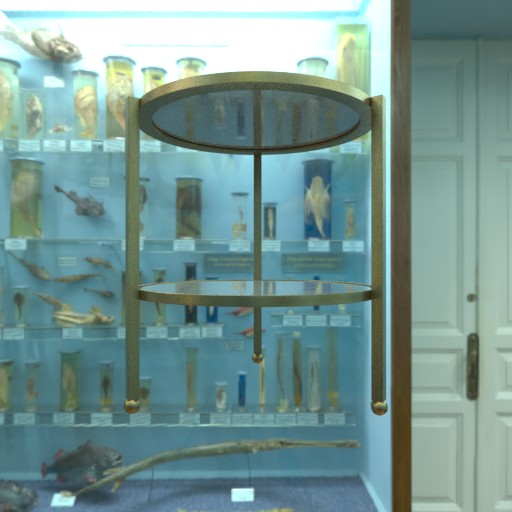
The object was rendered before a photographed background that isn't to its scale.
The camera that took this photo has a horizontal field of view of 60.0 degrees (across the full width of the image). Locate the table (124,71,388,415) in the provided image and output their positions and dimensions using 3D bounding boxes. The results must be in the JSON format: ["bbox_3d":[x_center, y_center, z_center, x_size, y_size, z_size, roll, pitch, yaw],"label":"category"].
[{"bbox_3d":[0.000,0.000,0.443,0.231,0.269,0.243,0,0,1],"label":"table"}]
